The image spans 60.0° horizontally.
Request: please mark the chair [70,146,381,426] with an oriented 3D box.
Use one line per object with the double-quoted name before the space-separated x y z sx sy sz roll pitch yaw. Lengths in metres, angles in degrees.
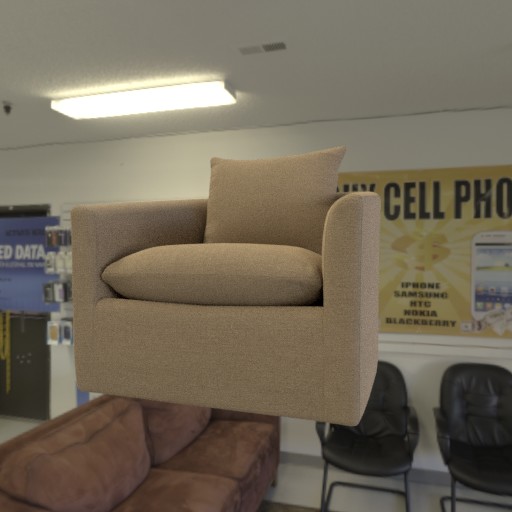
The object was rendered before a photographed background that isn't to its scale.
"chair" 0.000 0.000 1.568 0.845 0.848 0.910 0 1 19
